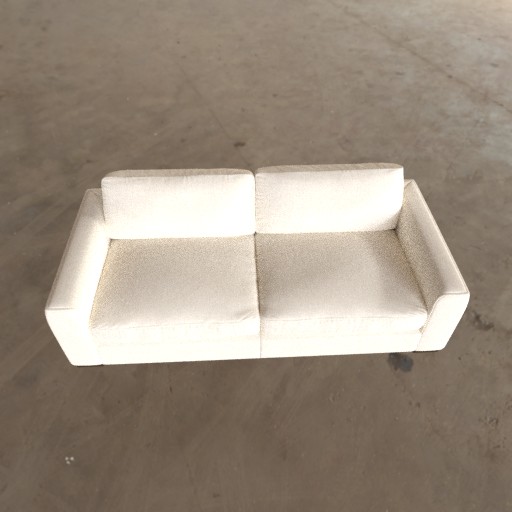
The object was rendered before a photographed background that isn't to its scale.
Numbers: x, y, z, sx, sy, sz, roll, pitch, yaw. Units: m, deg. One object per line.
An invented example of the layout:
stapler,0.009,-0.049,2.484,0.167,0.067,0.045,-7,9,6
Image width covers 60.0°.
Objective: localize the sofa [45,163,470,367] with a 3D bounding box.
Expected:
sofa,0.000,0.000,2.757,2.262,0.801,1.070,-2,46,-2
